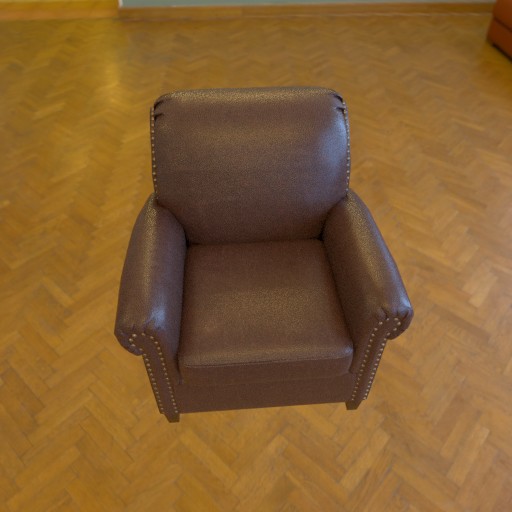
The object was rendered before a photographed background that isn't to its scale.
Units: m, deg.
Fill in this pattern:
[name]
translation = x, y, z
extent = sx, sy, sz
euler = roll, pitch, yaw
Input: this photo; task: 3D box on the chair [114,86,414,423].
[chair]
translation = 0.000, 0.000, 1.589
extent = 0.854, 0.927, 0.890
euler = -3, 45, -3
